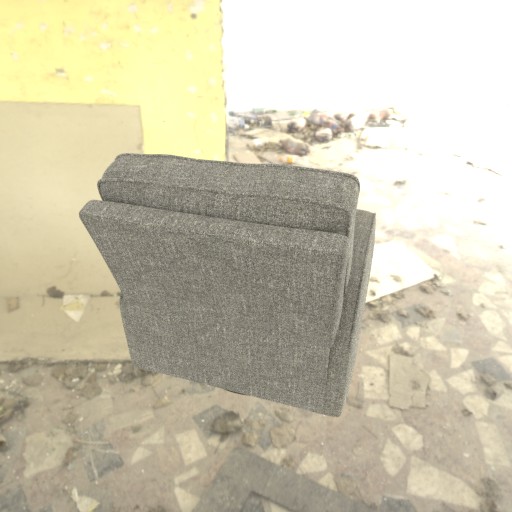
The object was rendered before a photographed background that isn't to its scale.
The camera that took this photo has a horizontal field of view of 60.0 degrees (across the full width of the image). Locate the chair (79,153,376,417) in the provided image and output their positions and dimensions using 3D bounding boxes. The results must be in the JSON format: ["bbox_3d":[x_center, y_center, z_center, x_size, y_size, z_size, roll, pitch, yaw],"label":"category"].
[{"bbox_3d":[0.000,0.000,1.709,0.861,0.962,0.964,9,33,15],"label":"chair"}]
